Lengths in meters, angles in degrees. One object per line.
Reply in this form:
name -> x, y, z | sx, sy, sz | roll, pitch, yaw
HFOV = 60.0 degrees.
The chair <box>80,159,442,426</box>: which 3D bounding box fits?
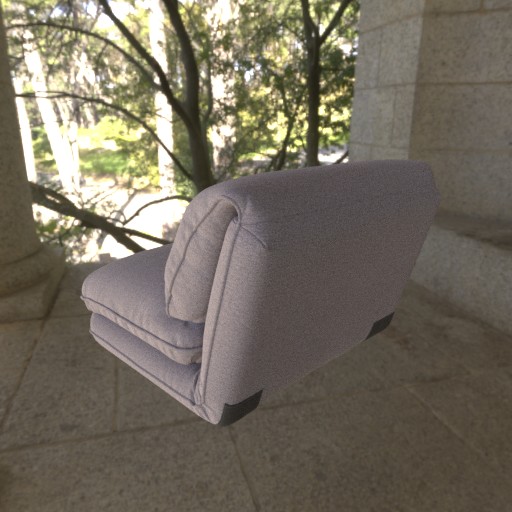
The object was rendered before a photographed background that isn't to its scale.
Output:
chair -> 0.000, 0.000, 1.346 | 0.820, 0.580, 0.780 | -16, 24, -42
